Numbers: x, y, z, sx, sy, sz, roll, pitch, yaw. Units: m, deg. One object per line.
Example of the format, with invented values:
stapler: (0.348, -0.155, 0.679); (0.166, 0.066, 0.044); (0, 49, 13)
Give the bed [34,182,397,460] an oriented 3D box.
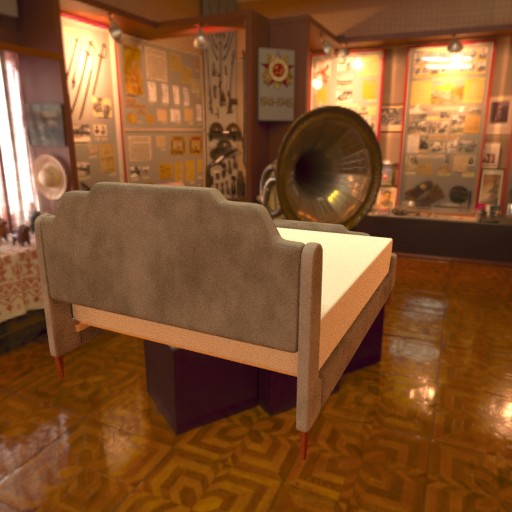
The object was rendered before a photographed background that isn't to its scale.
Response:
bed: (0.000, 0.000, 3.262); (1.676, 1.245, 2.340); (7, 17, 25)
